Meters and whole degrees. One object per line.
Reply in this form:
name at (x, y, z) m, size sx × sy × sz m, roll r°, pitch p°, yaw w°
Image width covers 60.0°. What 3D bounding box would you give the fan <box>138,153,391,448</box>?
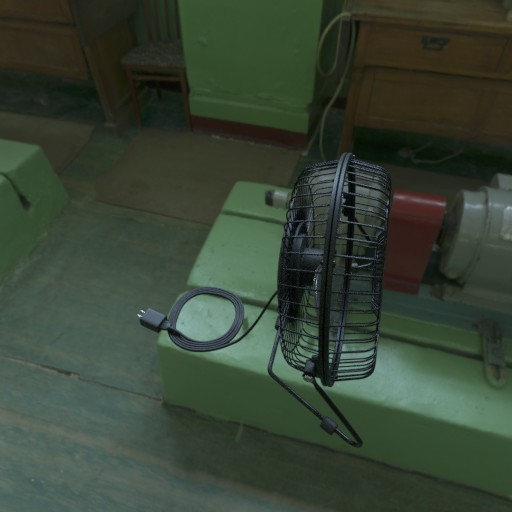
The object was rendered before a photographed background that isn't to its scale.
fan at (0.000, 0.000, 0.372) m, size 0.227 × 0.188 × 0.209 m, roll 11°, pitch 47°, yaw 10°
